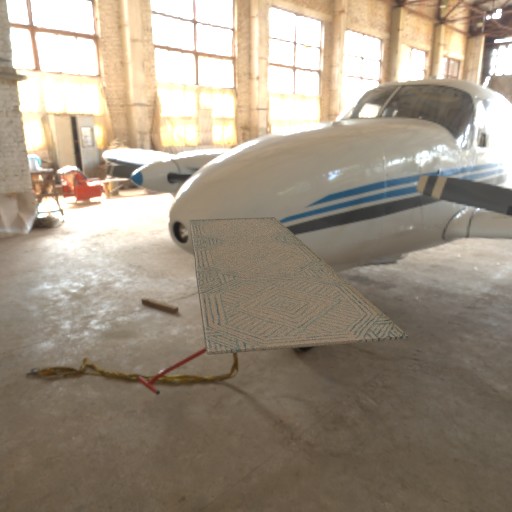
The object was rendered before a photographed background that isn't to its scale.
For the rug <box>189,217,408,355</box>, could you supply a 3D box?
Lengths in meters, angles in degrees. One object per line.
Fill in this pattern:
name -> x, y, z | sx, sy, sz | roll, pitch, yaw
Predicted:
rug -> 0.000, 0.000, 2.792 | 0.775, 0.012, 2.452 | -3, 16, -9
